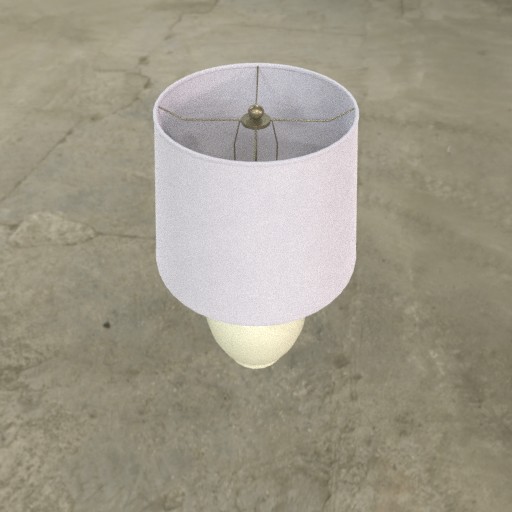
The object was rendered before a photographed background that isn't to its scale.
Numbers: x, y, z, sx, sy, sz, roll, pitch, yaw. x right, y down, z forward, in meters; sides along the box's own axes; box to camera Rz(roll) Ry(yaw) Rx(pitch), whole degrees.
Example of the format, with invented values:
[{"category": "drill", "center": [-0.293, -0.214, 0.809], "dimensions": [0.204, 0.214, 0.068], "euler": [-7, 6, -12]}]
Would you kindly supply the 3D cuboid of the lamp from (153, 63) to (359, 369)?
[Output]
[{"category": "lamp", "center": [0.000, 0.000, 0.551], "dimensions": [0.239, 0.399, 0.239], "euler": [0, 46, 0]}]
